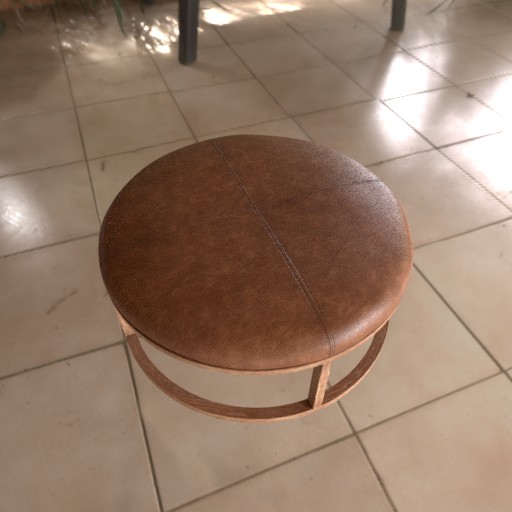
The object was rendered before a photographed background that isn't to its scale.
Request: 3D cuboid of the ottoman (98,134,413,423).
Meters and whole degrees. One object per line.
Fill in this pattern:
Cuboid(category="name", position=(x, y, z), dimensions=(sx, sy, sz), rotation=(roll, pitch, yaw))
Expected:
Cuboid(category="ottoman", position=(0.000, 0.000, 1.546), dimensions=(1.006, 0.445, 1.006), rotation=(0, 47, 0))
